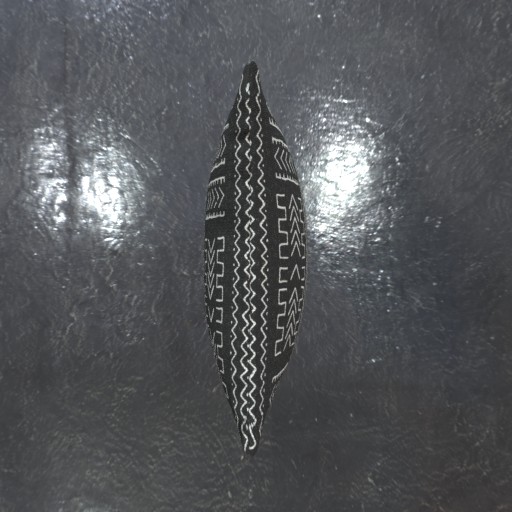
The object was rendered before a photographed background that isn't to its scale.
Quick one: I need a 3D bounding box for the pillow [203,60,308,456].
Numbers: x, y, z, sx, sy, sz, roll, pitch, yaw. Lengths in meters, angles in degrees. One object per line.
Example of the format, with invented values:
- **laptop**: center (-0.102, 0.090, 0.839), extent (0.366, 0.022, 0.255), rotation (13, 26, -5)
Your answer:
- **pillow**: center (0.000, 0.000, 0.689), extent (0.164, 0.430, 0.438), rotation (0, 90, 2)
